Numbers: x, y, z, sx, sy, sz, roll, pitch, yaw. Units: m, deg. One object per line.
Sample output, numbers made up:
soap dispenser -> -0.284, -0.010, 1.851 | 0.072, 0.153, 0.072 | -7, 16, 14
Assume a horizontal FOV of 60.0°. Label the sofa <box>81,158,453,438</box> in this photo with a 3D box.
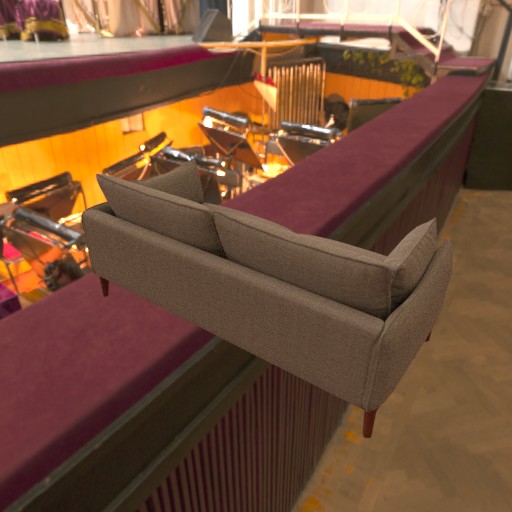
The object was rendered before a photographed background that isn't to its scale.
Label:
sofa -> 0.000, 0.000, 2.568 | 1.989, 0.851, 0.972 | 20, 35, 31
